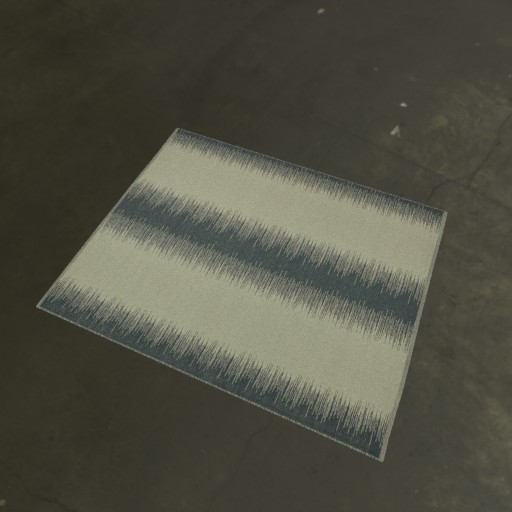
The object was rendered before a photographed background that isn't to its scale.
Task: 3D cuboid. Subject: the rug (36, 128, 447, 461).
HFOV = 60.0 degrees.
[{"bbox_3d":[0.000,0.000,4.057,3.037,0.004,2.453,20,59,13],"label":"rug"}]
